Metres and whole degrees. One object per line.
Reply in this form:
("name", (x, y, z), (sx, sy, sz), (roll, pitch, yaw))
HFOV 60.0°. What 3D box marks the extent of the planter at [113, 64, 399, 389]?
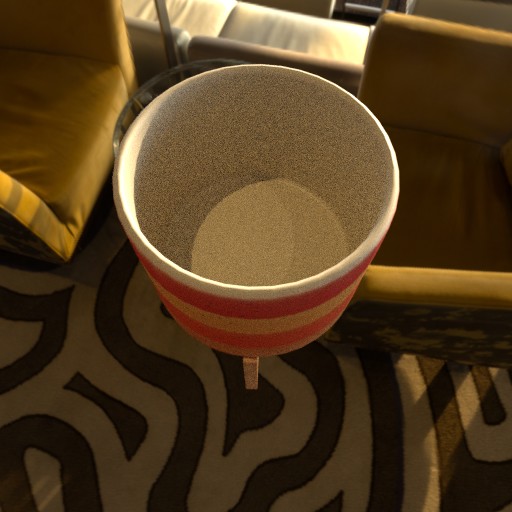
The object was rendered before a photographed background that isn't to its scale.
("planter", (0.000, 0.000, 0.566), (0.269, 0.379, 0.269), (0, 64, 0))
